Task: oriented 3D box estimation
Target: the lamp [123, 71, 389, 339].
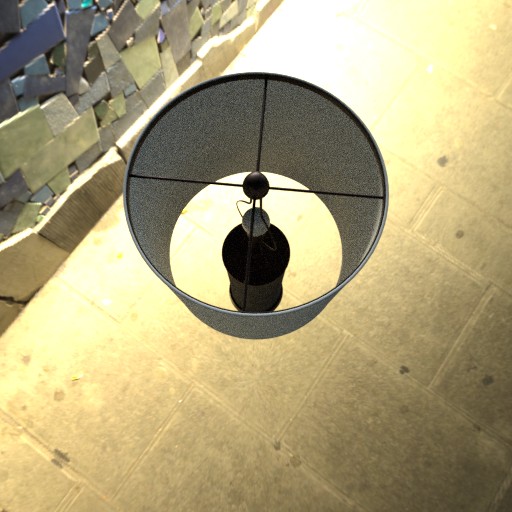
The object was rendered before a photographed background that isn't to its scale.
[{"bbox_3d":[0.000,0.000,0.791,0.301,0.630,0.301,-39,78,-10],"label":"lamp"}]
